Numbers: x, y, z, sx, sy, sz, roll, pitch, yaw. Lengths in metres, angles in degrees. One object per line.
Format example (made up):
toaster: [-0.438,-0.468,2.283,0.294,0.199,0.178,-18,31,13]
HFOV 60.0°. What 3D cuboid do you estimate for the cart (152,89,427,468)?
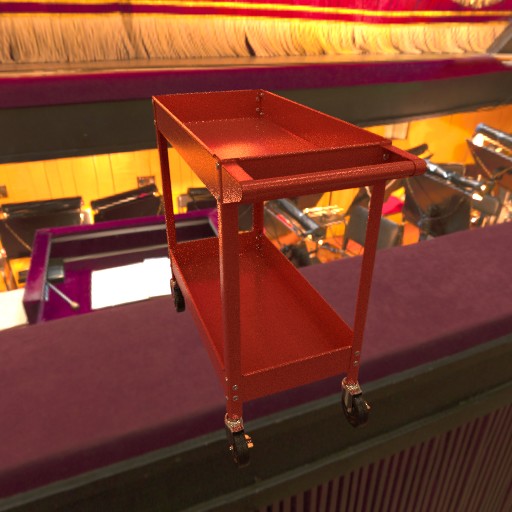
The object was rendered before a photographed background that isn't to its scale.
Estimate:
cart: [0.000,0.000,1.178,0.366,0.719,0.779,-10,31,-18]
